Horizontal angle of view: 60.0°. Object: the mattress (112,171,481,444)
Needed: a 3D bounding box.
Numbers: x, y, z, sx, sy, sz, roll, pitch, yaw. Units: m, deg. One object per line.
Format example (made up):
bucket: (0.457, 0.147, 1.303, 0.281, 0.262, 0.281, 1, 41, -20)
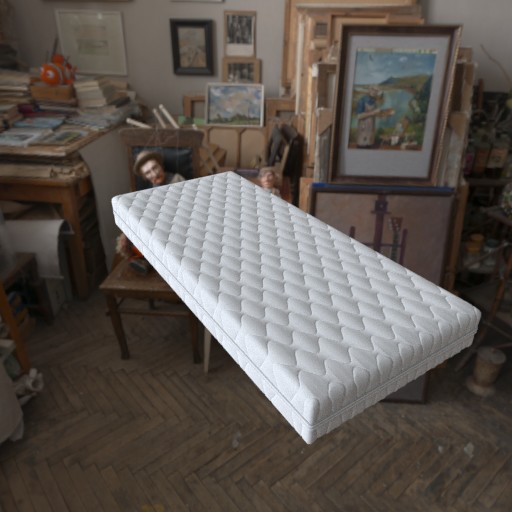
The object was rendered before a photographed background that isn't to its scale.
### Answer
mattress: (0.000, 0.000, 2.346, 0.900, 0.200, 2.000, -18, 35, -28)
